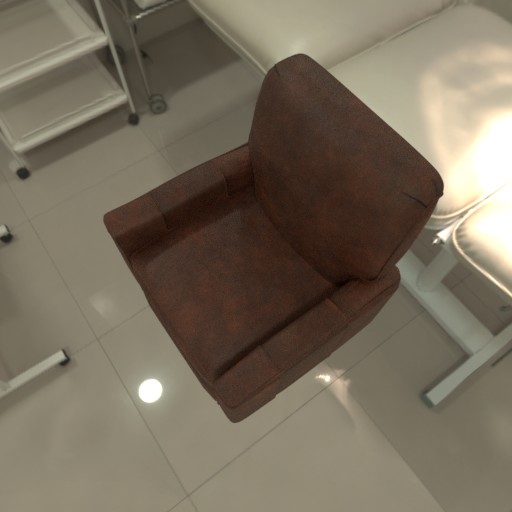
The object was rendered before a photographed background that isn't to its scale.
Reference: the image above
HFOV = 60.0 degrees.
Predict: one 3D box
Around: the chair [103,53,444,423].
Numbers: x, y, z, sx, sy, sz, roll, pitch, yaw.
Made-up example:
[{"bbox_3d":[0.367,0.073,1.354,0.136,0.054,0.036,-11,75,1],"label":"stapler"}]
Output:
[{"bbox_3d":[0.000,0.000,1.657,0.836,1.043,0.843,-33,68,-15],"label":"chair"}]
